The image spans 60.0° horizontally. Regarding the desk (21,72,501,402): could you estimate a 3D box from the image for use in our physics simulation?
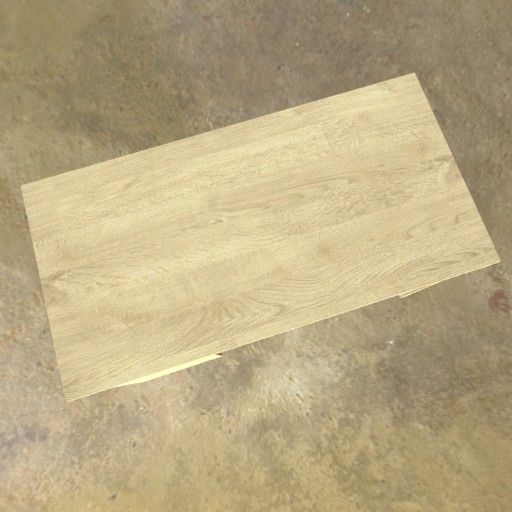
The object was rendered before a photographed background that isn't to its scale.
[{"bbox_3d":[0.000,0.000,1.479,1.097,0.735,0.560,-17,77,-4],"label":"desk"}]
